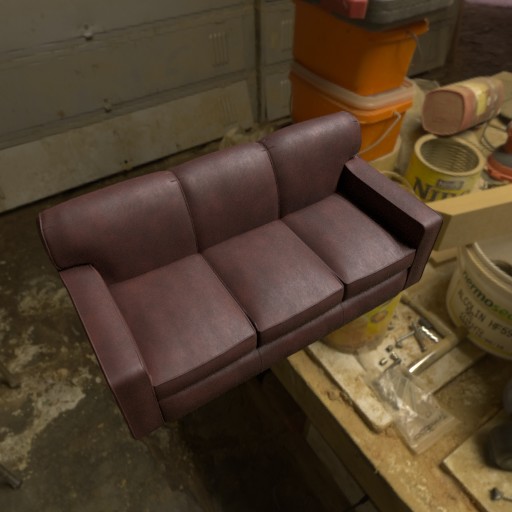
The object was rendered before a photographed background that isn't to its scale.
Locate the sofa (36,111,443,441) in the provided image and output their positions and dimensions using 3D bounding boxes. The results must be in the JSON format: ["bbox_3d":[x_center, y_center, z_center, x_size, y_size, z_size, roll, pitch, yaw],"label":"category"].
[{"bbox_3d":[0.000,0.000,2.581,2.039,0.953,1.008,-24,50,-22],"label":"sofa"}]
